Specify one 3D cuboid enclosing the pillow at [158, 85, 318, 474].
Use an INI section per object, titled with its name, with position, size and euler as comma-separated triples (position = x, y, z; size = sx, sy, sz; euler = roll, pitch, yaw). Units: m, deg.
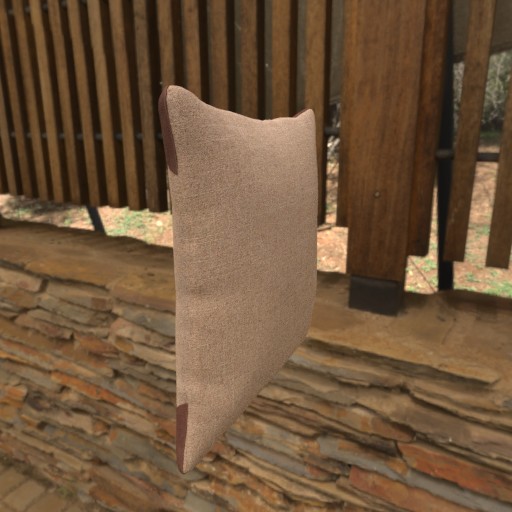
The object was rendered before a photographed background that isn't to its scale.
[pillow]
position = 0.000, 0.000, 0.672
size = 0.147, 0.448, 0.437
euler = 7, 17, 24
